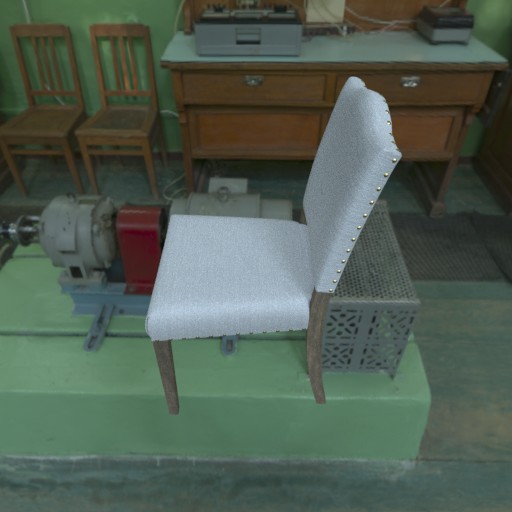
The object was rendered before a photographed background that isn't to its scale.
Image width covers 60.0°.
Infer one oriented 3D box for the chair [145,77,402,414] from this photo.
[{"bbox_3d":[0.000,0.000,1.384,0.620,1.020,0.508,0,41,0],"label":"chair"}]
